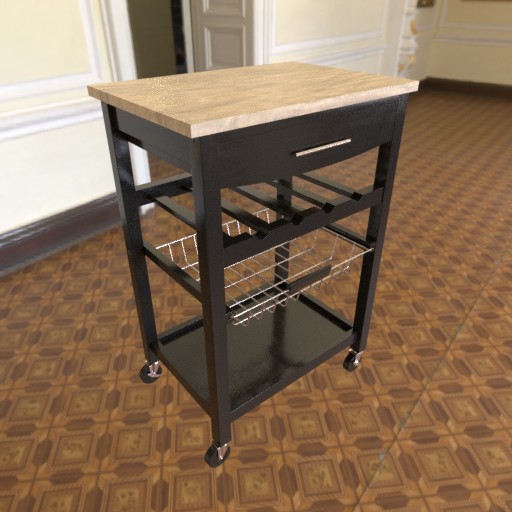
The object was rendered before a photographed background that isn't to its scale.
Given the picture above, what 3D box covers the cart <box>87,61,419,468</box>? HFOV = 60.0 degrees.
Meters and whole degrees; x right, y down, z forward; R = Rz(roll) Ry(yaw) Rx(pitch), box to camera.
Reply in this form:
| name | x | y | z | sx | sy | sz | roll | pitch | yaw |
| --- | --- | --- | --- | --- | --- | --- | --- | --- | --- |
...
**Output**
| name | x | y | z | sx | sy | sz | roll | pitch | yaw |
| --- | --- | --- | --- | --- | --- | --- | --- | --- | --- |
| cart | 0.000 | 0.000 | 1.140 | 0.584 | 0.839 | 0.403 | -23 | 38 | -33 |
